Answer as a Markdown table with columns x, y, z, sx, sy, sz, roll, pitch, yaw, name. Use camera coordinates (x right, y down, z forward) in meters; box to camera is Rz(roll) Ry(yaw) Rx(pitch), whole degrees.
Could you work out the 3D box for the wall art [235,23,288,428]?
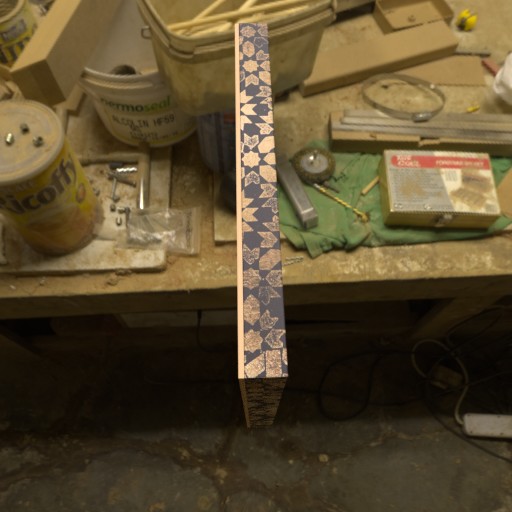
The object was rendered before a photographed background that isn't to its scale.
| x | y | z | sx | sy | sz | roll | pitch | yaw | name |
| --- | --- | --- | --- | --- | --- | --- | --- | --- | --- |
| 0.000 | 0.000 | 0.607 | 0.038 | 0.405 | 0.405 | -1 | 64 | -1 | wall art |
